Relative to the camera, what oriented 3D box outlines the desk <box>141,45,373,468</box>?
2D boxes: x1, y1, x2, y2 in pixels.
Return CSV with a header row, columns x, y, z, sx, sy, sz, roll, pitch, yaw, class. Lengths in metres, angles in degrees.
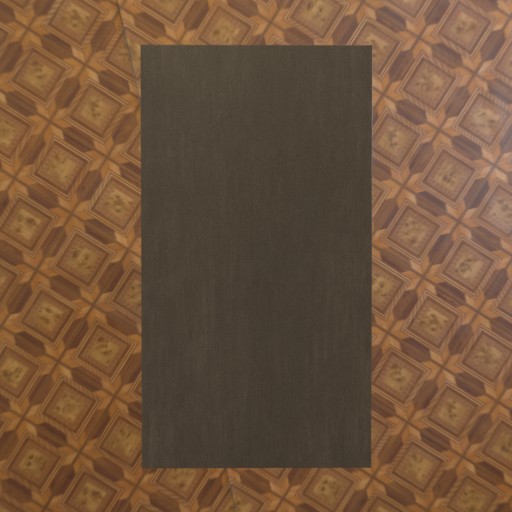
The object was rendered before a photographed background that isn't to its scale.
x,y,z,sx,sy,sz,roll,pitch,yaw,class
0.000,0.000,1.526,0.600,0.750,1.100,0,91,0,desk
